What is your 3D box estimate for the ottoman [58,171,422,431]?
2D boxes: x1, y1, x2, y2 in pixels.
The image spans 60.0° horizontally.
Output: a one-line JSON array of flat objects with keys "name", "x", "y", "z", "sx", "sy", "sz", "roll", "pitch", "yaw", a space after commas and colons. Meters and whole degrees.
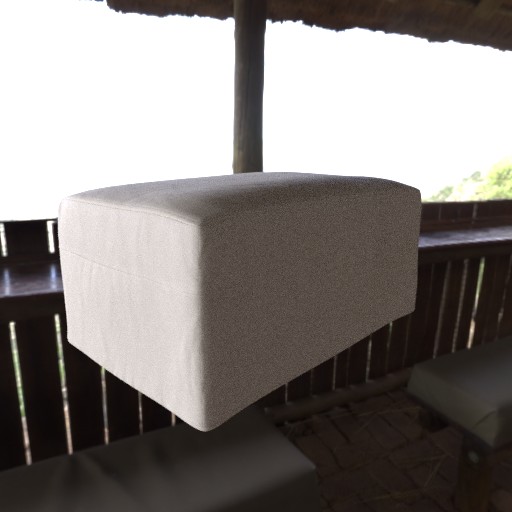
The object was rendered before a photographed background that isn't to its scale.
[{"name": "ottoman", "x": 0.000, "y": 0.000, "z": 1.216, "sx": 0.590, "sy": 0.444, "sz": 0.872, "roll": 13, "pitch": 19, "yaw": 42}]
